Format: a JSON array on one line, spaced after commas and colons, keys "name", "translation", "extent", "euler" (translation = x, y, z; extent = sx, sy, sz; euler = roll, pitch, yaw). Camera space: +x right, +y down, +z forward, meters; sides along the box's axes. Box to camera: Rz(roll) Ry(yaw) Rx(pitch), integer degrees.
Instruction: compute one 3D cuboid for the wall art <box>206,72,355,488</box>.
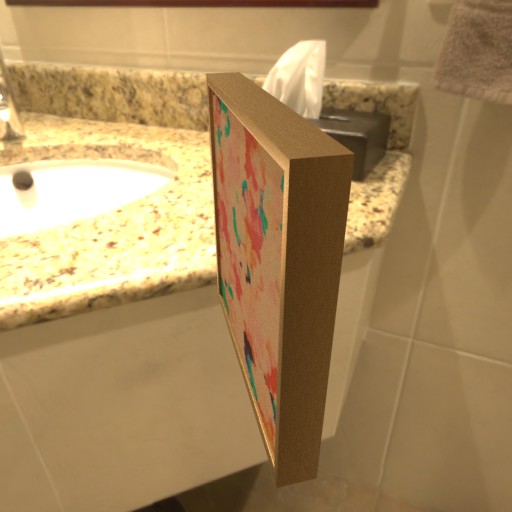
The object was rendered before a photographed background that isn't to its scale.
[{"name": "wall art", "translation": [0.000, 0.000, 0.451], "extent": [0.038, 0.305, 0.304], "euler": [-7, 32, -12]}]
